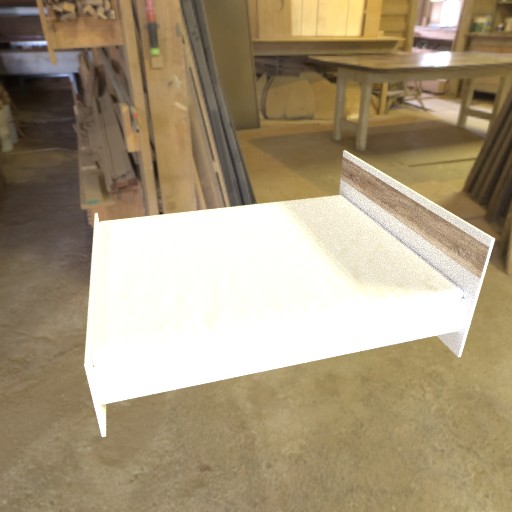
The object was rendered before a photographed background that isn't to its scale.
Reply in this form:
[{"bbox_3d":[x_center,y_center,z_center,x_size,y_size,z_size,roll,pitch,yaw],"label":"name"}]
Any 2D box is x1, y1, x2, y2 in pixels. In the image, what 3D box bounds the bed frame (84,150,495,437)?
[{"bbox_3d":[0.000,0.000,2.942,2.060,0.800,1.720,-8,30,-14],"label":"bed frame"}]
